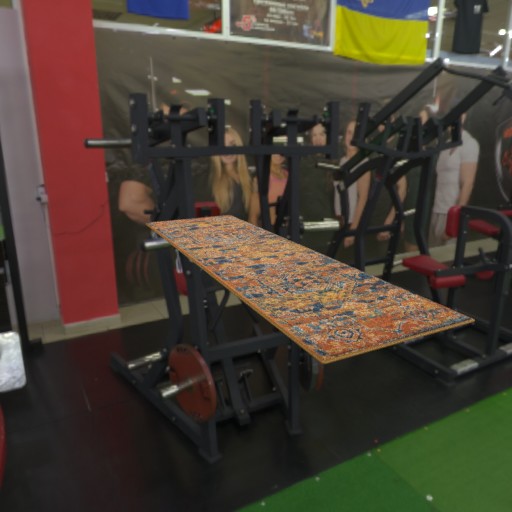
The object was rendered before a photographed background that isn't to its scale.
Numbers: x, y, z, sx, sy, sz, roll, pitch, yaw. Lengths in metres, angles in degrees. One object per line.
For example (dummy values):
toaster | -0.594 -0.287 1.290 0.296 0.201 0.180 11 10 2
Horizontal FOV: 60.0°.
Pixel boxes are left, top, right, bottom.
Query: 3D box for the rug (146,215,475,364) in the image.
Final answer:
rug | 0.000 0.000 1.988 0.556 0.013 1.820 -8 18 -26
